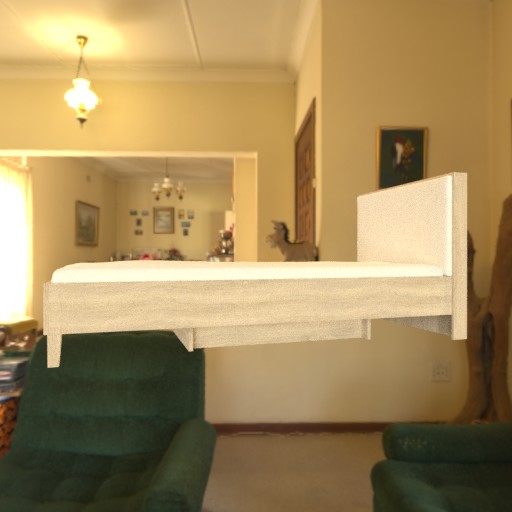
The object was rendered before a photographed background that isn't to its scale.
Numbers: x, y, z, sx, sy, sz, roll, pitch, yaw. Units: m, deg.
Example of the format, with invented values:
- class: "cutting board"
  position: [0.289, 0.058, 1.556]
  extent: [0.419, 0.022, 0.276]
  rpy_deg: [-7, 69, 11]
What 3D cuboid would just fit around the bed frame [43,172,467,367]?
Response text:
- class: "bed frame"
  position: [0.000, 0.000, 2.602]
  extent: [2.140, 0.920, 0.990]
  rpy_deg: [0, 0, -18]
